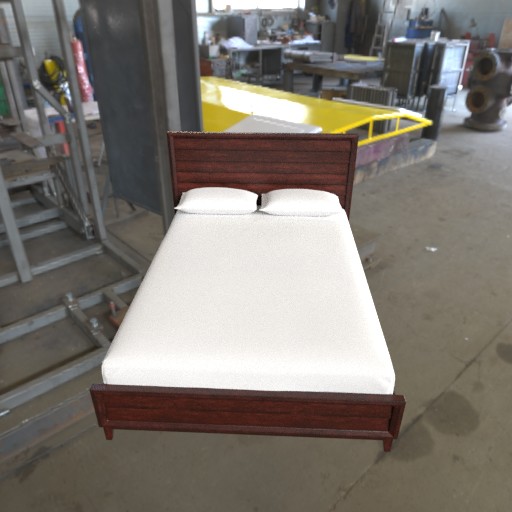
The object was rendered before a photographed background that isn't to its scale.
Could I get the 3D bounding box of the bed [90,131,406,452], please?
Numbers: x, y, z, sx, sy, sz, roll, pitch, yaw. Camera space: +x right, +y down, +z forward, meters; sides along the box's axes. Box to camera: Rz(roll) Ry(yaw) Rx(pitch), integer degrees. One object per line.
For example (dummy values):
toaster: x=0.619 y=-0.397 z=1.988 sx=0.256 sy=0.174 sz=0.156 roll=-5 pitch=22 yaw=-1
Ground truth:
bed: x=0.000 y=0.000 z=3.940 sx=2.040 sy=1.492 sz=2.803 roll=1 pitch=30 yaw=2
